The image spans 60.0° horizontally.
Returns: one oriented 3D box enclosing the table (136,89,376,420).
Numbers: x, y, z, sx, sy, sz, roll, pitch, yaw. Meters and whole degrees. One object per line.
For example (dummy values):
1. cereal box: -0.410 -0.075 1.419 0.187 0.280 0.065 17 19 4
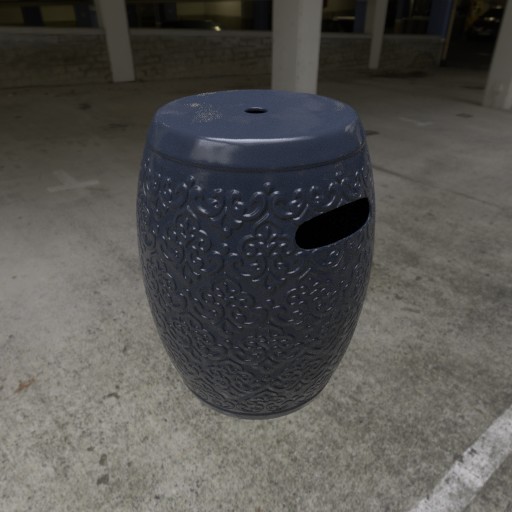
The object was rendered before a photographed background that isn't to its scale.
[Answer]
1. table: 0.000 0.000 0.612 0.309 0.397 0.309 0 32 0
